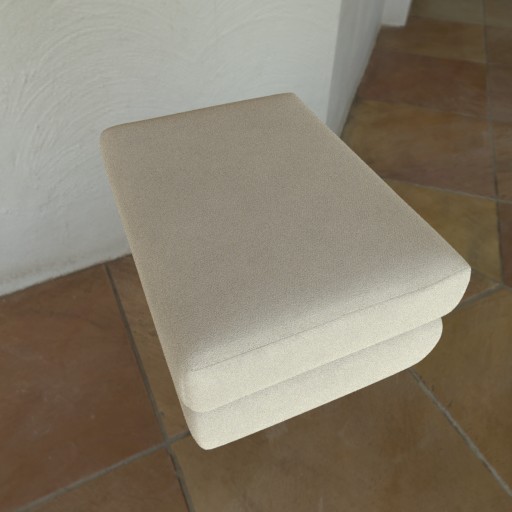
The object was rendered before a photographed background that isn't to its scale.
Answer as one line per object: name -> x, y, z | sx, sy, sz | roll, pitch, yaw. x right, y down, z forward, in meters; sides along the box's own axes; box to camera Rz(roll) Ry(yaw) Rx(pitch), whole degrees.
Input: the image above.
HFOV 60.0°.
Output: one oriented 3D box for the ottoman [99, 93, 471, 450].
ottoman -> 0.000, 0.000, 1.101 | 0.569, 0.504, 0.773 | -17, 49, -16
